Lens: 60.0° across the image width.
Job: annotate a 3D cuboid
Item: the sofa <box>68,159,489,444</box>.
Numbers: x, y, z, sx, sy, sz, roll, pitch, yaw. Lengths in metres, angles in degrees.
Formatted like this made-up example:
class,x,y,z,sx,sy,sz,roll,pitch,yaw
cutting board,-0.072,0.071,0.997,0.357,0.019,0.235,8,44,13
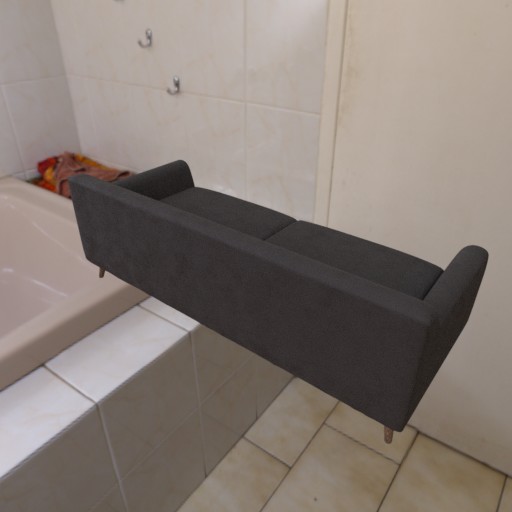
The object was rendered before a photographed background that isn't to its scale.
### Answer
class,x,y,z,sx,sy,sz,roll,pitch,yaw
sofa,0.000,0.000,2.530,2.190,0.740,0.900,22,37,32
